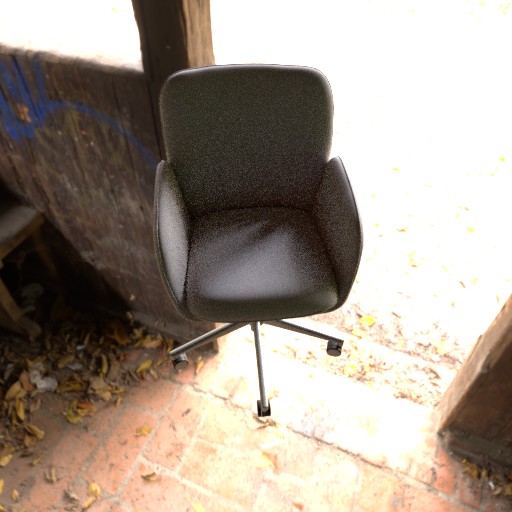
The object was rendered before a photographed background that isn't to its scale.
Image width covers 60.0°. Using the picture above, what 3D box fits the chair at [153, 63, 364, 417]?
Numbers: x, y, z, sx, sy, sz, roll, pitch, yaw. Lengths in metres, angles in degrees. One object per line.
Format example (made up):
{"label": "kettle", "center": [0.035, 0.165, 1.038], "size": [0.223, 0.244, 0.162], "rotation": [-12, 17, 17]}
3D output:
{"label": "chair", "center": [0.000, 0.000, 1.393], "size": [0.648, 0.959, 0.633], "rotation": [-4, 46, -4]}
